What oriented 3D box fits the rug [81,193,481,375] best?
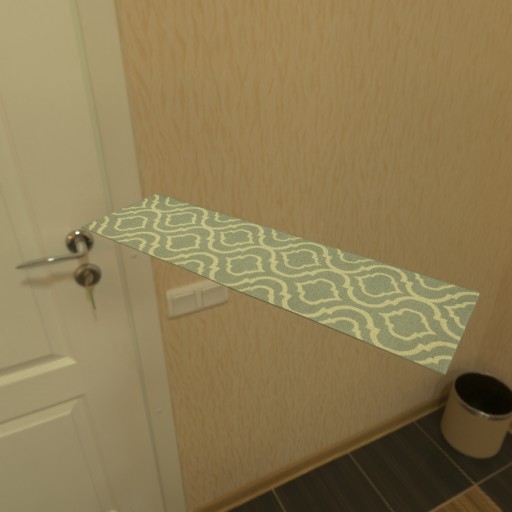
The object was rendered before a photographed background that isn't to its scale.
[{"bbox_3d":[0.000,0.000,2.539,2.275,0.009,0.684,19,36,29],"label":"rug"}]
